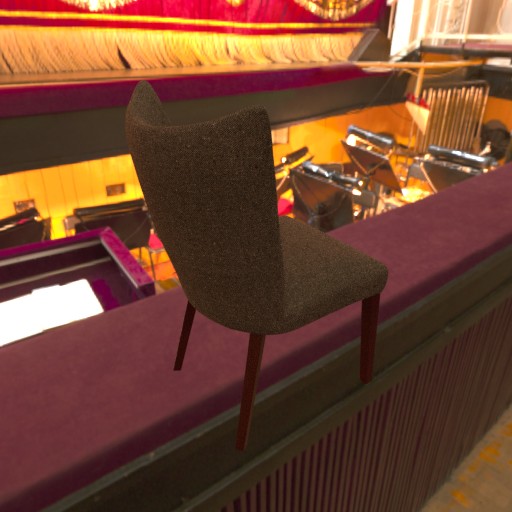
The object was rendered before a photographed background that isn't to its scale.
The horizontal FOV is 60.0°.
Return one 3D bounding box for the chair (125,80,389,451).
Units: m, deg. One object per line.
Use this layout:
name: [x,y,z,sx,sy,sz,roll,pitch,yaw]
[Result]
chair: [0.000,0.000,1.270,0.623,0.924,0.535,-18,33,-31]
